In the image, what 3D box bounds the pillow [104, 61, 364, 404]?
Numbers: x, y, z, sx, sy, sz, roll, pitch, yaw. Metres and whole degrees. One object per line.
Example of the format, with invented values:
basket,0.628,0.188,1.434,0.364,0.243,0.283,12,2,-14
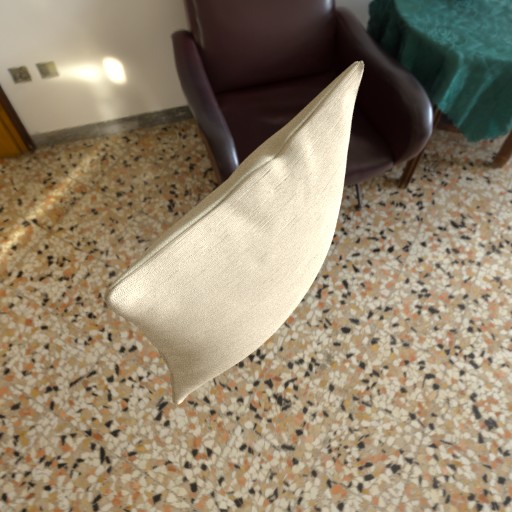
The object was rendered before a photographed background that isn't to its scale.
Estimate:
pillow,0.000,0.000,0.659,0.162,0.420,0.437,34,65,19
